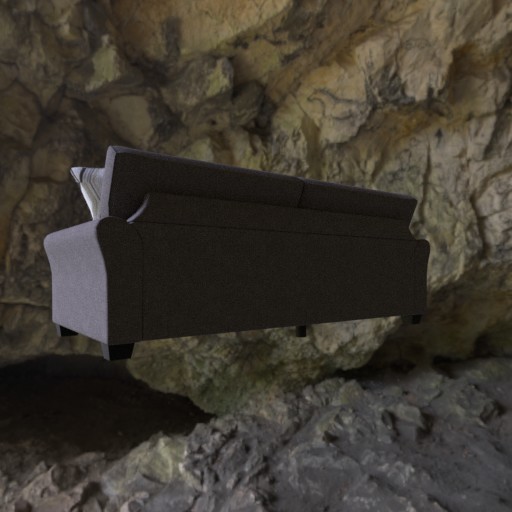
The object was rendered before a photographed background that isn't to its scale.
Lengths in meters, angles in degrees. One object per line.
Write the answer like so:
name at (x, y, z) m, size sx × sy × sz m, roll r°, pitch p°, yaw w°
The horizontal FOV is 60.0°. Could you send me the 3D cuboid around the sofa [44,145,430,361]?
sofa at (0.000, 0.000, 2.487) m, size 2.032 × 0.813 × 0.889 m, roll 1°, pitch -2°, yaw -36°
